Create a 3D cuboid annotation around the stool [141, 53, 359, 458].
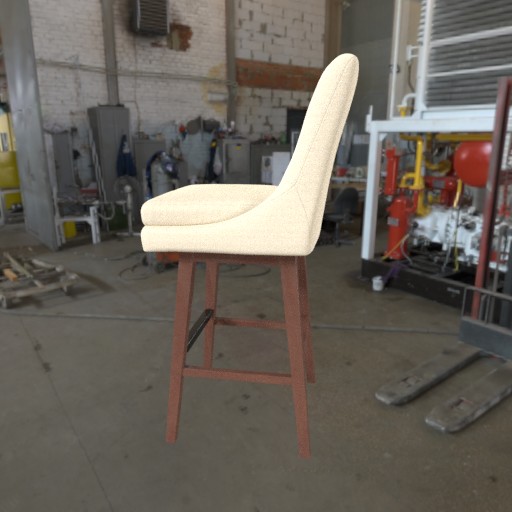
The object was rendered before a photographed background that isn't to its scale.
[{"bbox_3d":[0.000,0.000,1.385,0.559,1.093,0.483,2,15,9],"label":"stool"}]
